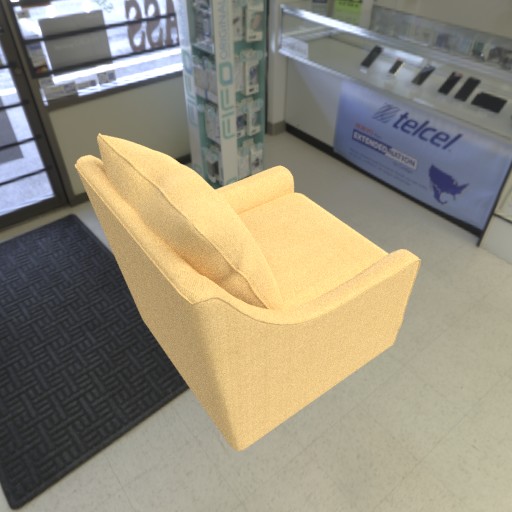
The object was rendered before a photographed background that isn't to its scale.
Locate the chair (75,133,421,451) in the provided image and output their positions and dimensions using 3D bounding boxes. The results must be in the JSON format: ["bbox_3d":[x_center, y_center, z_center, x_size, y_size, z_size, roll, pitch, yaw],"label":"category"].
[{"bbox_3d":[0.000,0.000,1.565,0.876,0.927,0.760,-26,47,-26],"label":"chair"}]
